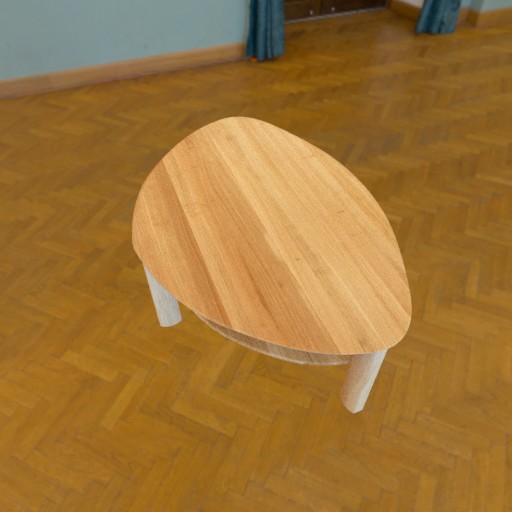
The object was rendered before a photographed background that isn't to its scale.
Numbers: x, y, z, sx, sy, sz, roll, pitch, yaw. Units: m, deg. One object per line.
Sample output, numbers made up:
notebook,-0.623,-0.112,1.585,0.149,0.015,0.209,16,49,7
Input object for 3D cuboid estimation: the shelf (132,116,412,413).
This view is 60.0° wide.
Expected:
shelf,0.000,0.000,1.682,0.845,0.440,1.246,-17,50,-15
